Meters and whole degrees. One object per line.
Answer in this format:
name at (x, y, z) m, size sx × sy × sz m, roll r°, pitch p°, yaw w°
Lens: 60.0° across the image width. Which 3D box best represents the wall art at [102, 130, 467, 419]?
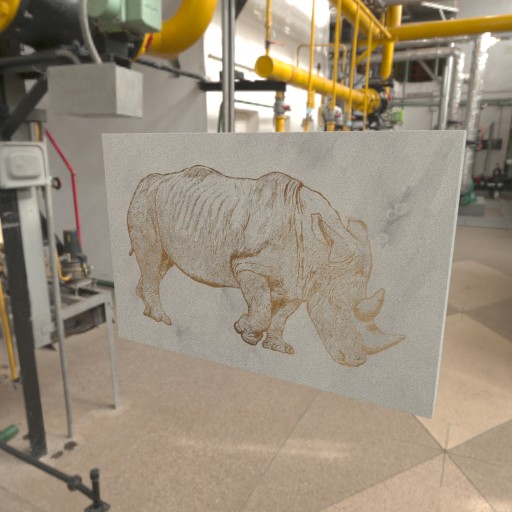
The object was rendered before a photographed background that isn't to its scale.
wall art at (0.000, 0.000, 0.474) m, size 0.381 × 0.254 × 0.038 m, roll 7°, pitch 16°, yaw 26°
